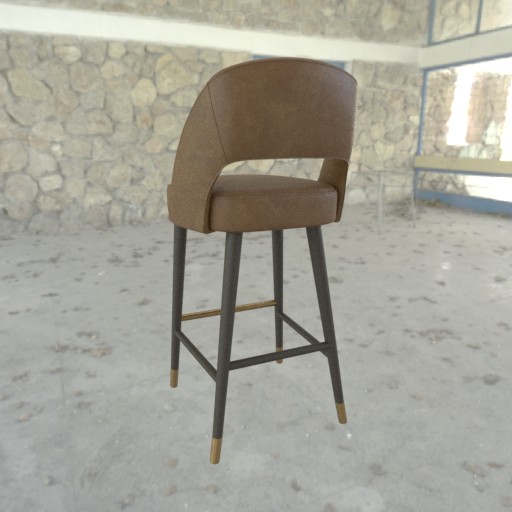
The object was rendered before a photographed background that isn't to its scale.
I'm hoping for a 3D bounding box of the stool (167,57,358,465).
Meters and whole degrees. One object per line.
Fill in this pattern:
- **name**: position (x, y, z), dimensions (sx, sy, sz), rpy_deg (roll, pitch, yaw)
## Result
- **stool**: position (0.000, 0.000, 1.343), dimensions (0.494, 1.037, 0.509), rpy_deg (-7, 16, -24)
